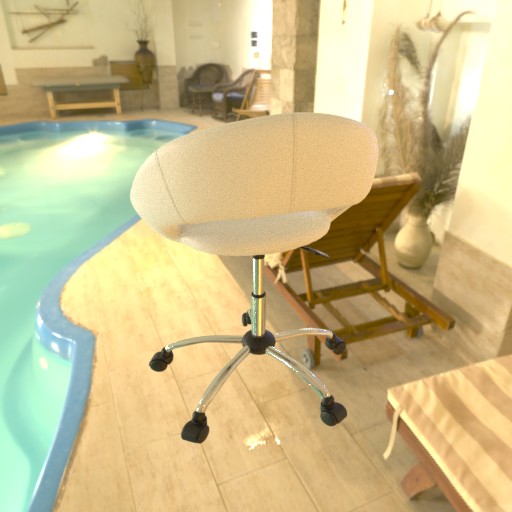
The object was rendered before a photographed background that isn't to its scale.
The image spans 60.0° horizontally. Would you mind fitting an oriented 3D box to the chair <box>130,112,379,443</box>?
[{"bbox_3d":[0.000,0.000,1.167,0.612,0.791,0.538,-8,28,-16],"label":"chair"}]
